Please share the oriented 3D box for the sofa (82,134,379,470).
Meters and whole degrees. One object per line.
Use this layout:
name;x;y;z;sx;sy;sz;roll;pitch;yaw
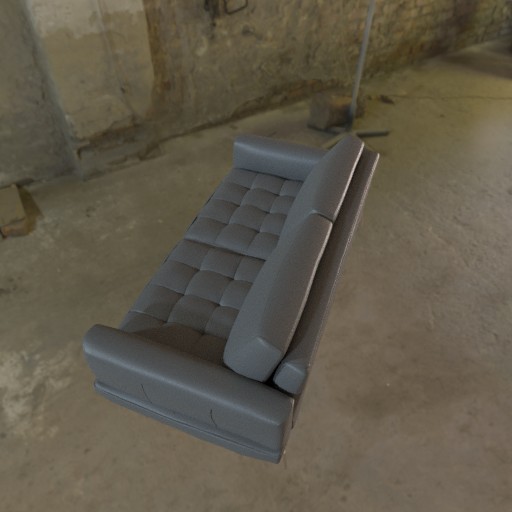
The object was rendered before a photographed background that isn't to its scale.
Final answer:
sofa;0.000;0.000;2.790;1.121;0.930;2.177;15;48;14
